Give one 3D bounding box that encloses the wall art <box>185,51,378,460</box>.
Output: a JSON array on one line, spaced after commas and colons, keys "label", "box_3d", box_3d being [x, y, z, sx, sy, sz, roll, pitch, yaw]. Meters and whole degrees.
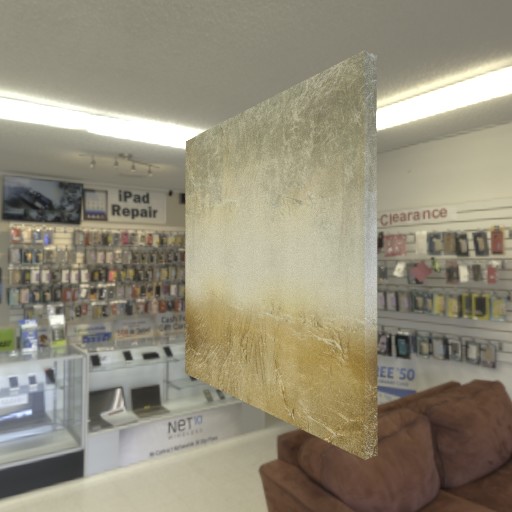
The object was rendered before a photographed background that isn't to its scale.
[{"label": "wall art", "box_3d": [0.000, 0.000, 1.645, 0.051, 1.091, 1.092, 0, -1, -35]}]
